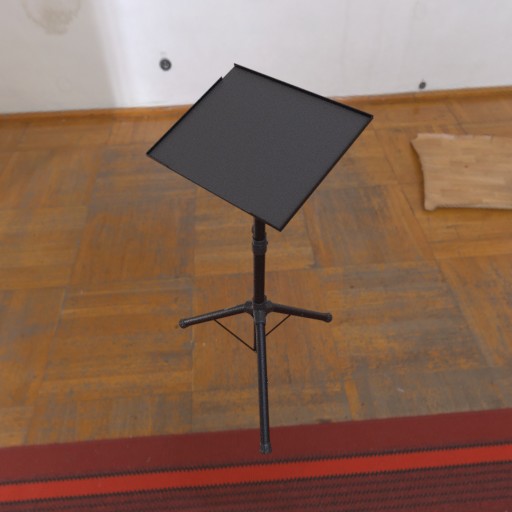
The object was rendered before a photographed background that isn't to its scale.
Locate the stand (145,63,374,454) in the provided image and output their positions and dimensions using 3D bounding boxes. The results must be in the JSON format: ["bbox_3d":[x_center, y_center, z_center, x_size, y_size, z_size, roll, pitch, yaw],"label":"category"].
[{"bbox_3d":[0.000,0.000,1.577,0.702,1.198,0.702,32,54,26],"label":"stand"}]
